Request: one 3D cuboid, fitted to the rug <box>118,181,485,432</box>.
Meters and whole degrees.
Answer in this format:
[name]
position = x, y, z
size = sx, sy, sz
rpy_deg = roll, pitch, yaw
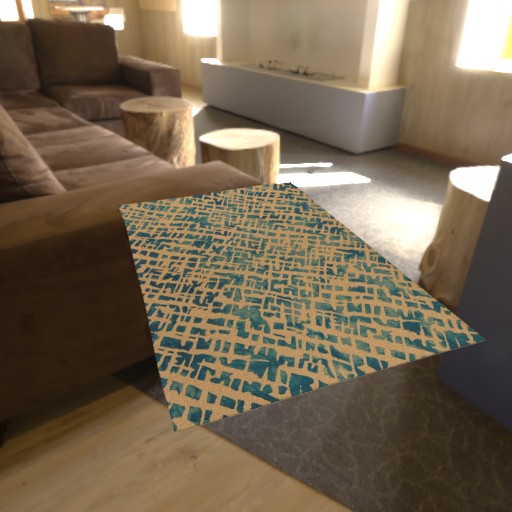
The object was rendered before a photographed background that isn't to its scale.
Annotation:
[rug]
position = 0.000, 0.000, 2.270
size = 1.209, 0.011, 1.830
rpy_deg = -11, 32, -17
